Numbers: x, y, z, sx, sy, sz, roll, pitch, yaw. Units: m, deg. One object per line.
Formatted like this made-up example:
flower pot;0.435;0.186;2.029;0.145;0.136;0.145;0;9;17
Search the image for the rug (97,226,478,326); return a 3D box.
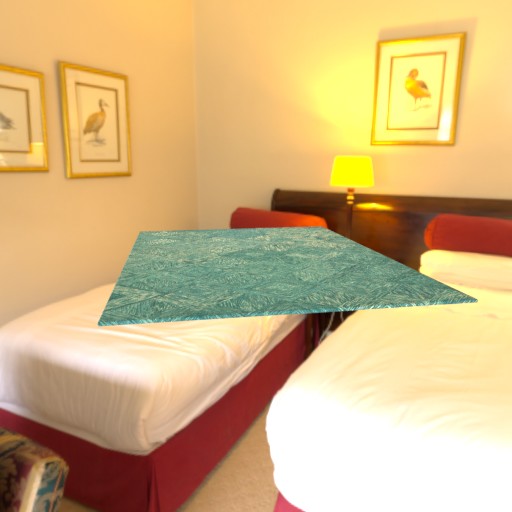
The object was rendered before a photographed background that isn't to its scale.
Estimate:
rug;0.000;0.000;4.262;2.405;0.027;3.217;-2;13;-10
